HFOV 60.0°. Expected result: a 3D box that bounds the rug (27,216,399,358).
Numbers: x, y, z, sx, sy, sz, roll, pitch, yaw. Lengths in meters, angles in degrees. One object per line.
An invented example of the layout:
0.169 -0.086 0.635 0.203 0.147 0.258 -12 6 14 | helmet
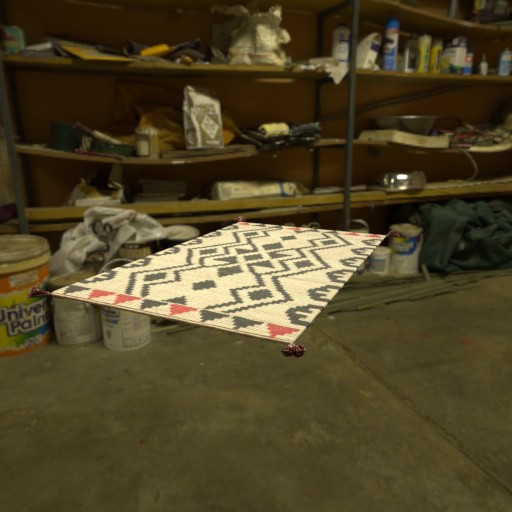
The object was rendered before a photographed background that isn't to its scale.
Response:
0.000 0.000 3.347 1.741 0.066 2.672 7 17 25 | rug
